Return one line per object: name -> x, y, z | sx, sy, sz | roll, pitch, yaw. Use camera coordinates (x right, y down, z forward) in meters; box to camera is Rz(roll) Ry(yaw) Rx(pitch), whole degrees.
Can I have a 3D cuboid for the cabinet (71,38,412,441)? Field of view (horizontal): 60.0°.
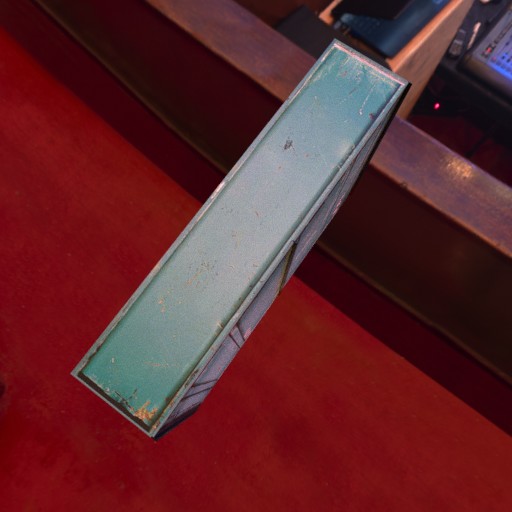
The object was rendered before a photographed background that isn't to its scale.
cabinet -> 0.000, 0.000, 4.039 | 0.680, 2.160, 3.001 | 35, 78, 8
